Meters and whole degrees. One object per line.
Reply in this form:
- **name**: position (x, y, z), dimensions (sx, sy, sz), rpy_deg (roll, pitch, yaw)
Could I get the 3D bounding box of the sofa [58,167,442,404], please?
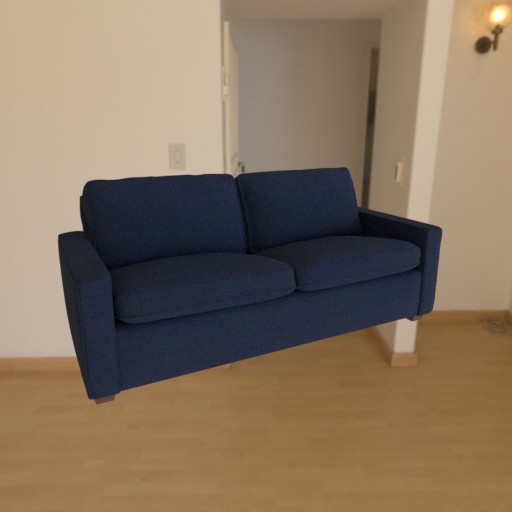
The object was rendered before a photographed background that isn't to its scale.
- **sofa**: position (0.000, 0.000, 2.593), dimensions (2.080, 0.919, 0.940), rpy_deg (-8, 19, -26)
